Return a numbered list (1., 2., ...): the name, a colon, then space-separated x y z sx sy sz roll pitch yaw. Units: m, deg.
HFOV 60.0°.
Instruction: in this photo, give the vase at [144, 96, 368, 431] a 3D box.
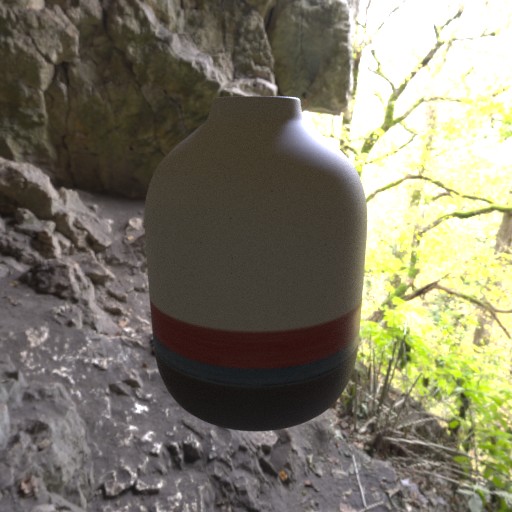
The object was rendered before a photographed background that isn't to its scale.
1. vase: 0.000 0.000 0.354 0.169 0.237 0.169 0 16 0
